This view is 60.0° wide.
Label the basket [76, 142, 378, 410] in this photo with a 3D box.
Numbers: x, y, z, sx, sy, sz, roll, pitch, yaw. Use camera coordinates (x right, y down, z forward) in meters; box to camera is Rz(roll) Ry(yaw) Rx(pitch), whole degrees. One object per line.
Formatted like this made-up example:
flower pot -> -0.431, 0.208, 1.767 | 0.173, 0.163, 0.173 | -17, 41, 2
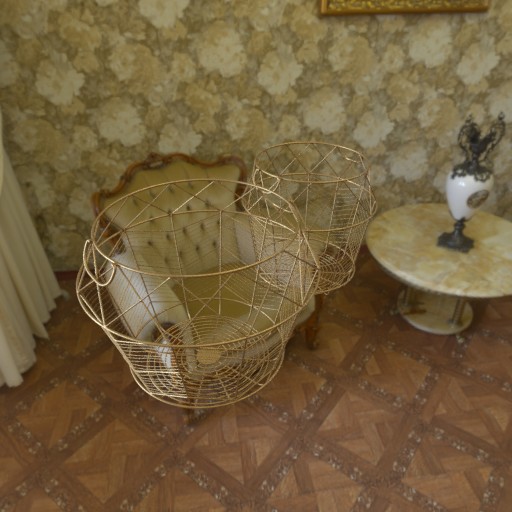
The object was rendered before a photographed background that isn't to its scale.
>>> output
basket -> 0.000, 0.000, 1.004 | 0.451, 0.343, 0.805 | 21, 38, 30
